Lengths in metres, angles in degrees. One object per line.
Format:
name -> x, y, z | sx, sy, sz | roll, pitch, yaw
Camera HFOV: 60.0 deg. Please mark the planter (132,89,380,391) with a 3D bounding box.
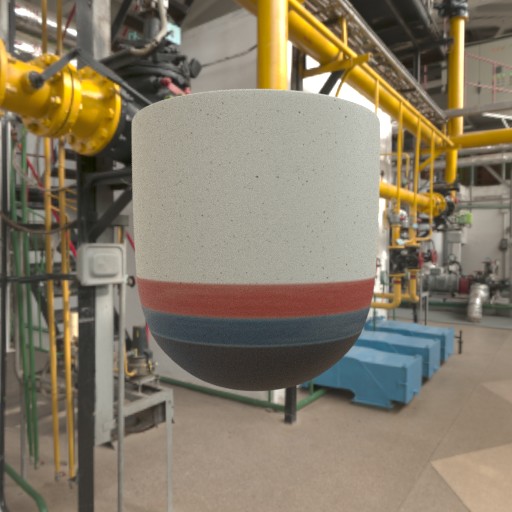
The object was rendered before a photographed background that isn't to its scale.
planter -> 0.000, 0.000, 0.380 | 0.204, 0.214, 0.204 | 0, 2, 0
